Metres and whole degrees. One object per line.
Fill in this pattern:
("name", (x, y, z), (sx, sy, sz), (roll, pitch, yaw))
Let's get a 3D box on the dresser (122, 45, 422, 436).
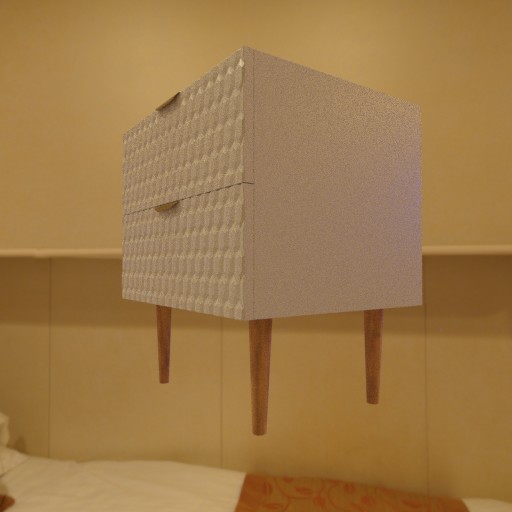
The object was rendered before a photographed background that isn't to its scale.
("dresser", (0.000, 0.000, 0.924), (0.414, 0.568, 0.503), (1, -1, -35))
